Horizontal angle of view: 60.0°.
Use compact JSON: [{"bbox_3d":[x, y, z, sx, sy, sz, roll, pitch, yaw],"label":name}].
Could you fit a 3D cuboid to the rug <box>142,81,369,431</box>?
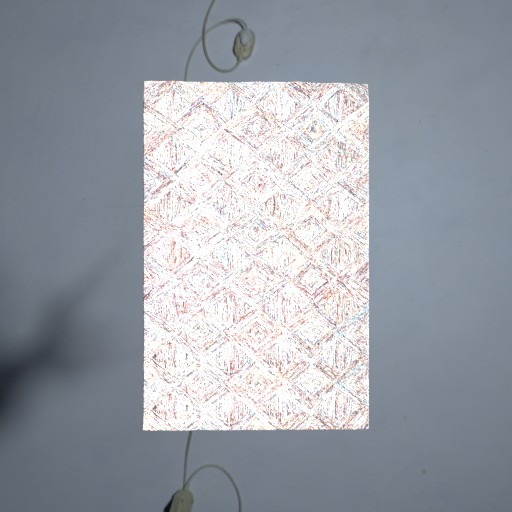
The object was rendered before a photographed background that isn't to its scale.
[{"bbox_3d":[0.000,0.000,2.236,1.143,0.014,1.761,0,90,-1],"label":"rug"}]
